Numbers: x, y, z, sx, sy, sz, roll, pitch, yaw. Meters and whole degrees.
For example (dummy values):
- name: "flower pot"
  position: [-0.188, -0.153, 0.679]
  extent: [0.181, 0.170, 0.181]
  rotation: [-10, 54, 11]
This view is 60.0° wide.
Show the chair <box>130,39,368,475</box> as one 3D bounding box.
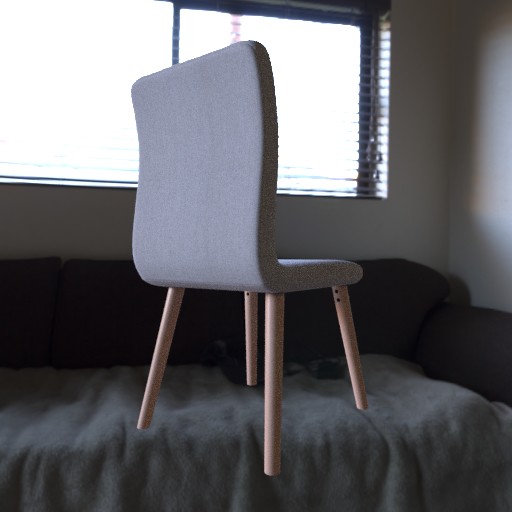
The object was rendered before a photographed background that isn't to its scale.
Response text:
- name: "chair"
  position: [0.000, 0.000, 1.204]
  extent: [0.435, 0.885, 0.550]
  rotation: [0, 0, 36]
